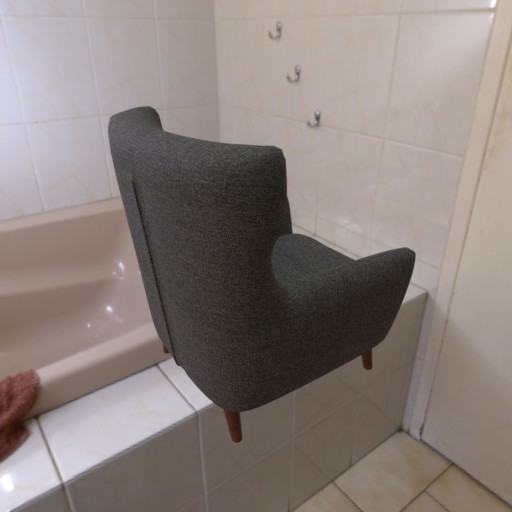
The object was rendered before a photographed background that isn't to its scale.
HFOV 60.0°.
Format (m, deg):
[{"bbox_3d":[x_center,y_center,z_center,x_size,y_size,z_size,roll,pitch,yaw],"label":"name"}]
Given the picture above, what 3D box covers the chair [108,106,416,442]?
[{"bbox_3d":[0.000,0.000,1.728,0.904,1.063,0.878,-17,31,-30],"label":"chair"}]
